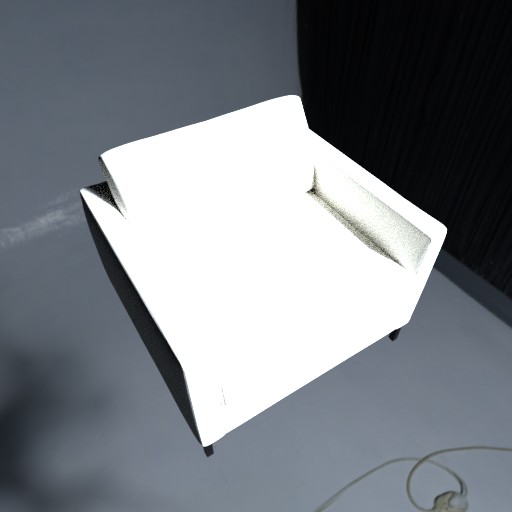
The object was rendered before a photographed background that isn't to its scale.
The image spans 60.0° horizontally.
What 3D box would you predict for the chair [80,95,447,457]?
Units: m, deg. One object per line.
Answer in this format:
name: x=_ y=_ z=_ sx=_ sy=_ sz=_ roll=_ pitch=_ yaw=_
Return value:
chair: x=0.000 y=0.000 z=1.629 sx=0.964 sy=0.806 sz=0.875 roll=-25 pitch=51 yaw=-22
